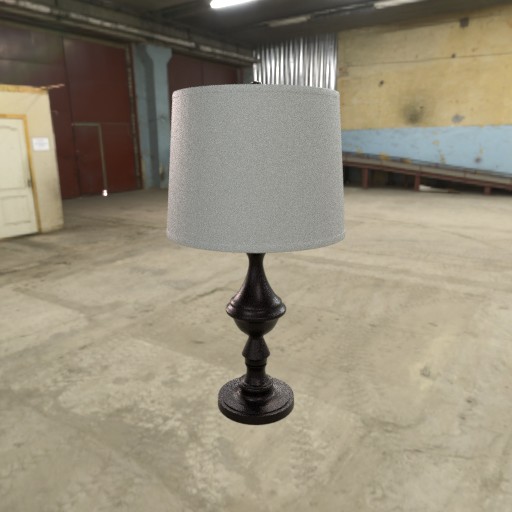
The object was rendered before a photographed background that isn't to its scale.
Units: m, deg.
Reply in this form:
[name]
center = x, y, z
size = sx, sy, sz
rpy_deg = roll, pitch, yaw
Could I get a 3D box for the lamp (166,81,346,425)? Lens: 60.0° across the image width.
[lamp]
center = 0.000, 0.000, 0.980
size = 0.383, 0.726, 0.383
rpy_deg = 0, 14, 0
